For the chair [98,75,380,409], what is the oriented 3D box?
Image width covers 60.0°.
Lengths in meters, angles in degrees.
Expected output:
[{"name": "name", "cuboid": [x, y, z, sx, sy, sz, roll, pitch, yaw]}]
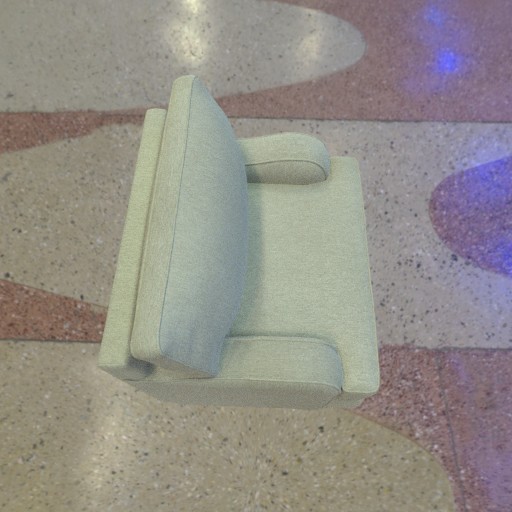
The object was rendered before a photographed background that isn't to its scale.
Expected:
[{"name": "chair", "cuboid": [0.000, 0.000, 2.012, 1.041, 1.016, 1.220, 1, 63, 1]}]
